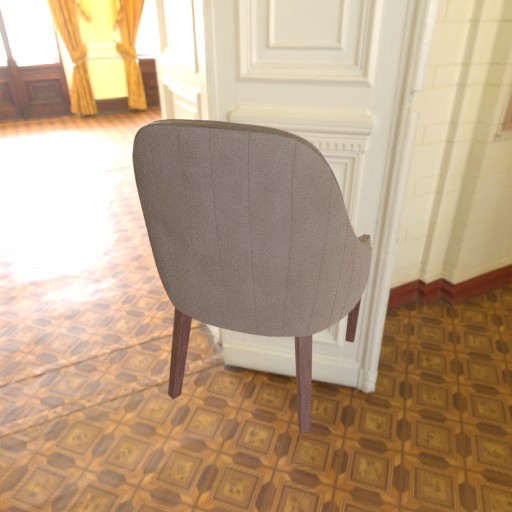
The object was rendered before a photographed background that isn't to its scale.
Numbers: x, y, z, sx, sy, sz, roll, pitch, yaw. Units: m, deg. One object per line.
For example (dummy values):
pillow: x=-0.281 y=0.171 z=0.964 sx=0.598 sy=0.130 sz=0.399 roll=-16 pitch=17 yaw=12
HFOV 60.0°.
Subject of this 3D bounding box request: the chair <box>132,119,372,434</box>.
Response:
chair: x=0.000 y=0.000 z=1.299 sx=0.643 sy=0.889 sz=0.575 roll=9 pitch=31 yaw=16
